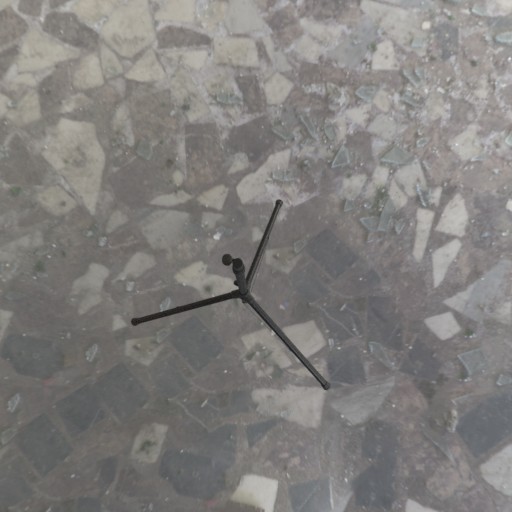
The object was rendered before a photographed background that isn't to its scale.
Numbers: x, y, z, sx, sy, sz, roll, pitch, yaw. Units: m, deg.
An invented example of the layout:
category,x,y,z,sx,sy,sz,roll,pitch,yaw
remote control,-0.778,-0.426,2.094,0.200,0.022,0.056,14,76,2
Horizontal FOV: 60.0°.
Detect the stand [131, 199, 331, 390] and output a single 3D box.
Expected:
category,x,y,z,sx,sy,sz,roll,pitch,yaw
stand,0.000,0.000,2.756,1.596,1.595,1.339,19,78,4
